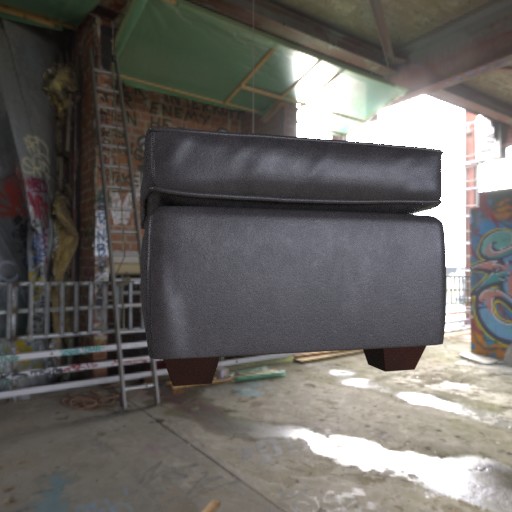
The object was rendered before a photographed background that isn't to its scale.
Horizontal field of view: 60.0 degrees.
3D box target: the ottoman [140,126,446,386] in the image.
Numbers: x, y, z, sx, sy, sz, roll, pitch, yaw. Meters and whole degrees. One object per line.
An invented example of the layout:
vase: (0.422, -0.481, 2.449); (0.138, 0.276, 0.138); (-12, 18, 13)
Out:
ottoman: (0.000, 0.000, 1.097); (0.554, 0.445, 0.756); (0, -1, -15)
